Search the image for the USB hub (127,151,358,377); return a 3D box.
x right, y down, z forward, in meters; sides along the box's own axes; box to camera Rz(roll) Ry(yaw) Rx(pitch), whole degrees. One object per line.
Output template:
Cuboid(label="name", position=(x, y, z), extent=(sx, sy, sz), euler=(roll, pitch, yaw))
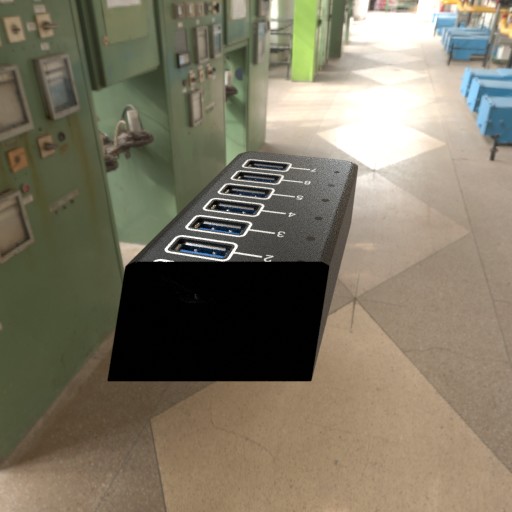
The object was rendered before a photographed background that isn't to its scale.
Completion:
Cuboid(label="USB hub", position=(0.000, 0.000, 0.124), extent=(0.044, 0.023, 0.110), euler=(9, 33, 14))
